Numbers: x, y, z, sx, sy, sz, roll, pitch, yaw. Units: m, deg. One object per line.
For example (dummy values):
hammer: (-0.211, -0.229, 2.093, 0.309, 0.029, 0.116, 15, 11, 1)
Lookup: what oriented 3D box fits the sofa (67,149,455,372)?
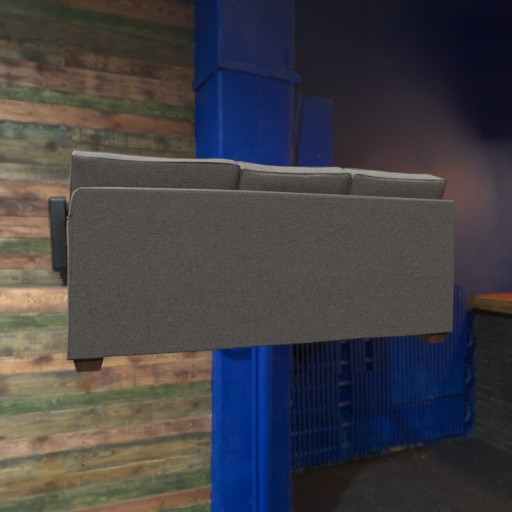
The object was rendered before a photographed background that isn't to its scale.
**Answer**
sofa: (0.000, 0.000, 2.560, 1.963, 0.946, 1.034, 0, 0, -19)
